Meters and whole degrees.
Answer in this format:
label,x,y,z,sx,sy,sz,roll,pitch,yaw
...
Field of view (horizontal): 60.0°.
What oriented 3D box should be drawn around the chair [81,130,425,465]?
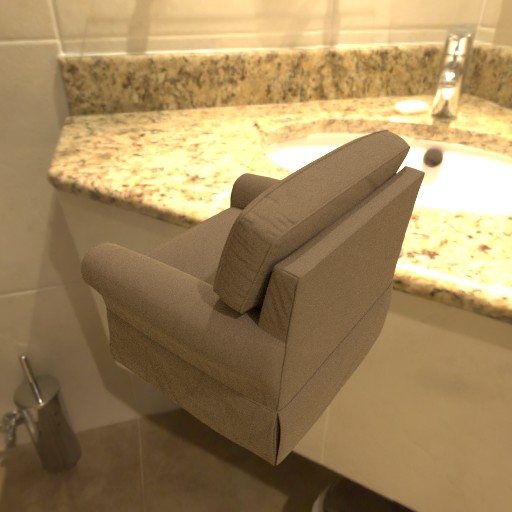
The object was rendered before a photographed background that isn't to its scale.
label,x,y,z,sx,sy,sz,roll,pitch,yaw
chair,0.000,0.000,1.886,0.988,1.017,1.135,22,39,31
